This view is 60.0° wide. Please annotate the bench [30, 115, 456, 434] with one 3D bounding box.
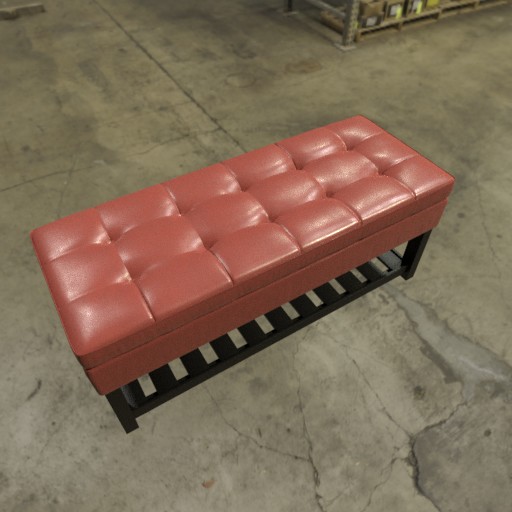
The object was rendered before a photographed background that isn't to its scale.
[{"bbox_3d":[0.000,0.000,1.348,1.105,0.460,0.432,-24,52,-21],"label":"bench"}]
